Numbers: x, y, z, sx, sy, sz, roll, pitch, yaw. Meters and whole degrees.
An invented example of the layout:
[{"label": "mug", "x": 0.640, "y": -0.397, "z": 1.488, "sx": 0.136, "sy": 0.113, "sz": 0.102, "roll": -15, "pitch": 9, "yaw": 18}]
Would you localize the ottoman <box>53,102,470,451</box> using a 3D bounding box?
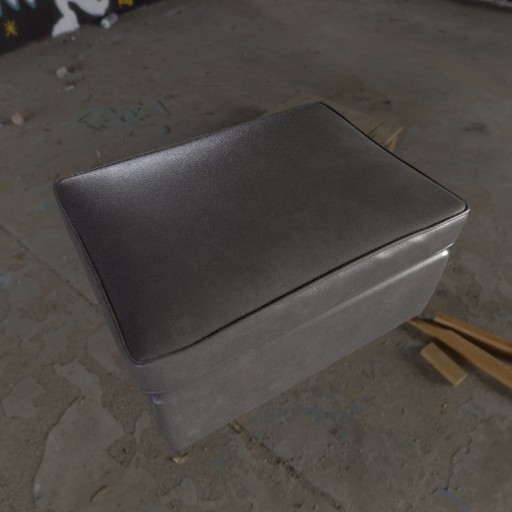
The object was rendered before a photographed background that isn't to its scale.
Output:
[{"label": "ottoman", "x": 0.000, "y": 0.000, "z": 1.087, "sx": 0.756, "sy": 0.445, "sz": 0.554, "roll": -23, "pitch": 51, "yaw": -21}]
